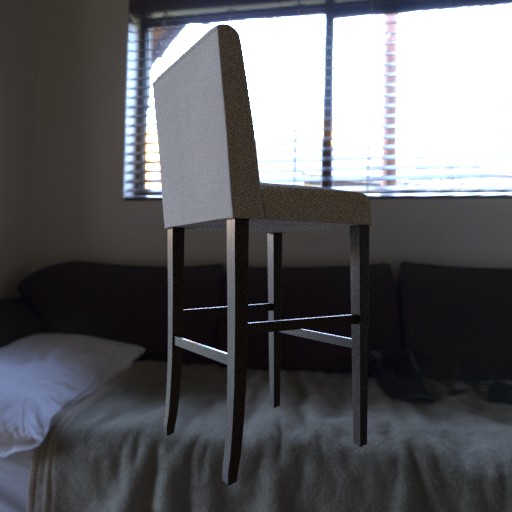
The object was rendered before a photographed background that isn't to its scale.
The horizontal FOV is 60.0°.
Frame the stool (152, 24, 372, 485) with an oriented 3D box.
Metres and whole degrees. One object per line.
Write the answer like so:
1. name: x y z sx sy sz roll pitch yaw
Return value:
1. stool: 0.000 0.000 1.355 0.509 1.116 0.474 1 -1 -34
